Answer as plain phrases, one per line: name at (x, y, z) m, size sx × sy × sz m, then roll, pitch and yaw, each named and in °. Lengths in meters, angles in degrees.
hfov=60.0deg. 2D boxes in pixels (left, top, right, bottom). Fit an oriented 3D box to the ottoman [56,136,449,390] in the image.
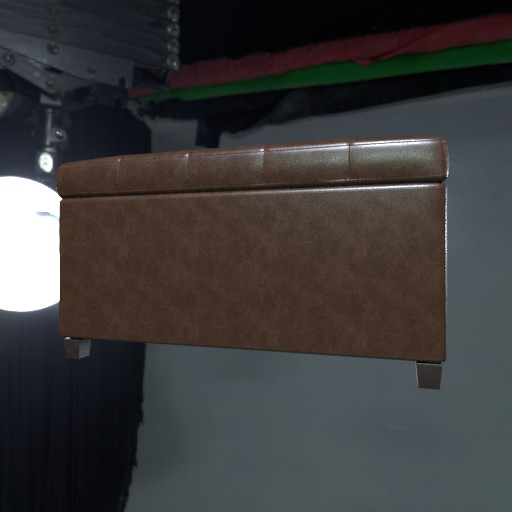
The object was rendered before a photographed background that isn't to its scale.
ottoman at (0.000, 0.000, 1.094) m, size 0.838 × 0.470 × 0.432 m, roll 0°, pitch 0°, yaw 17°
